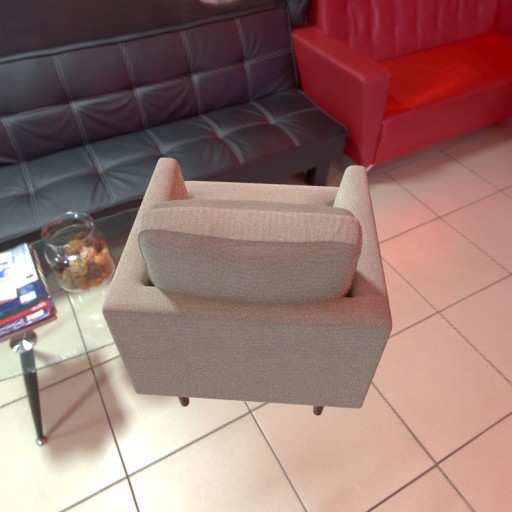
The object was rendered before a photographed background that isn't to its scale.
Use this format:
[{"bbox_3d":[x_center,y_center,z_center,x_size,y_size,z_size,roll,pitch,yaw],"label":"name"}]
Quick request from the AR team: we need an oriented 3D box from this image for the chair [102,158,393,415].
[{"bbox_3d":[0.000,0.000,1.678,0.858,0.957,0.899,3,47,3],"label":"chair"}]
